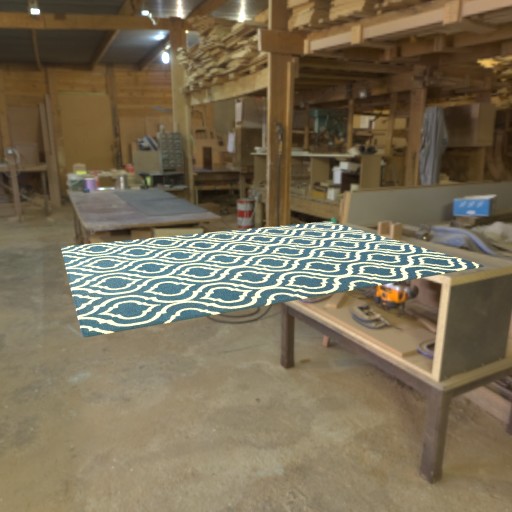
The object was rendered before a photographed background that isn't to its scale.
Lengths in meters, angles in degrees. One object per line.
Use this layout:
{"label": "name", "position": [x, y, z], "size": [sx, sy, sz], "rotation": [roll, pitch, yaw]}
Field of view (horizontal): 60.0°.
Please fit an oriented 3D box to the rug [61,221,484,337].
{"label": "rug", "position": [0.000, 0.000, 2.721], "size": [2.134, 0.010, 1.524], "rotation": [-7, 16, -25]}
